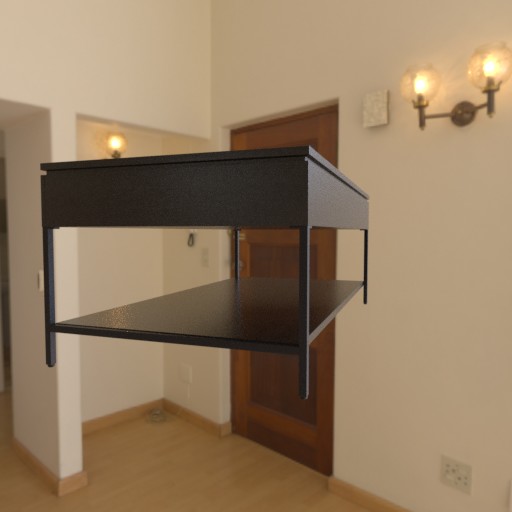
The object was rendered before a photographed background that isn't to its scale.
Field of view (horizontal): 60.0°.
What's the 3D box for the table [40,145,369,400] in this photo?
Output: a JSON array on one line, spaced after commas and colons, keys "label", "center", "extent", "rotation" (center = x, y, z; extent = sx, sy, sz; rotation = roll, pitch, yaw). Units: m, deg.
[{"label": "table", "center": [0.000, 0.000, 1.360], "extent": [0.574, 0.435, 1.095], "rotation": [1, 3, 19]}]
